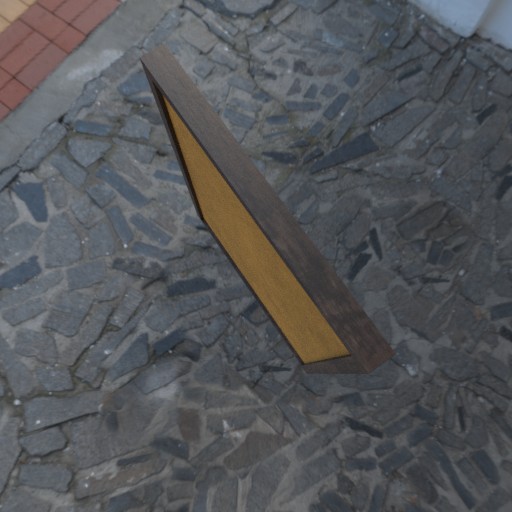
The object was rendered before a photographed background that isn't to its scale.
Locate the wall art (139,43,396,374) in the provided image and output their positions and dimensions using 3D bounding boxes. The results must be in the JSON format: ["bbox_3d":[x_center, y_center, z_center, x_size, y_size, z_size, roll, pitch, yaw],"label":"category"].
[{"bbox_3d":[0.000,0.000,0.556,0.027,0.406,0.329,-33,78,-8],"label":"wall art"}]
